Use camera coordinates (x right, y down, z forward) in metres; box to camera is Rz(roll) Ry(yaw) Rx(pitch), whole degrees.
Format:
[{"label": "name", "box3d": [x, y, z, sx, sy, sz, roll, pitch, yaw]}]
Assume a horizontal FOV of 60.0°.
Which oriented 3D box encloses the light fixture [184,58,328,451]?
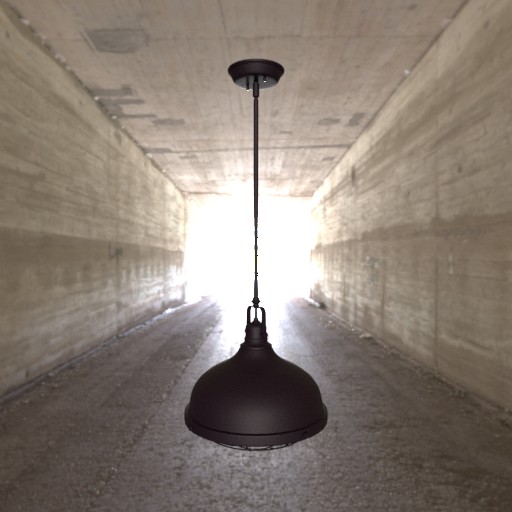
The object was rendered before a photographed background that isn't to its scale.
[{"label": "light fixture", "box3d": [0.000, 0.000, 1.018, 0.341, 0.849, 0.341, 0, 0, -36]}]
